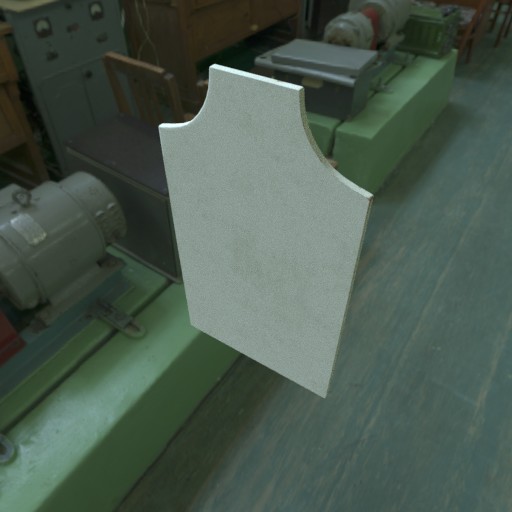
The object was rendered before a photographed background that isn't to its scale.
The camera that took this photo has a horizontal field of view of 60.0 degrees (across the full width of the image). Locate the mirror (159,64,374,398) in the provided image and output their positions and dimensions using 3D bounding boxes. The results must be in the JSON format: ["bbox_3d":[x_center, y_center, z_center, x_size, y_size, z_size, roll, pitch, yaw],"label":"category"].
[{"bbox_3d":[0.000,0.000,0.880,0.403,0.717,0.022,24,49,22],"label":"mirror"}]
